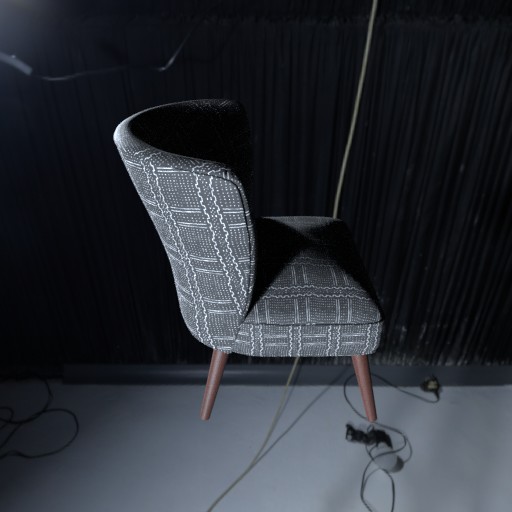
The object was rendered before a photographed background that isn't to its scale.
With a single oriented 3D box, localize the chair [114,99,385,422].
[{"bbox_3d":[0.000,0.000,1.432,0.758,0.866,0.710,-1,32,-1],"label":"chair"}]
